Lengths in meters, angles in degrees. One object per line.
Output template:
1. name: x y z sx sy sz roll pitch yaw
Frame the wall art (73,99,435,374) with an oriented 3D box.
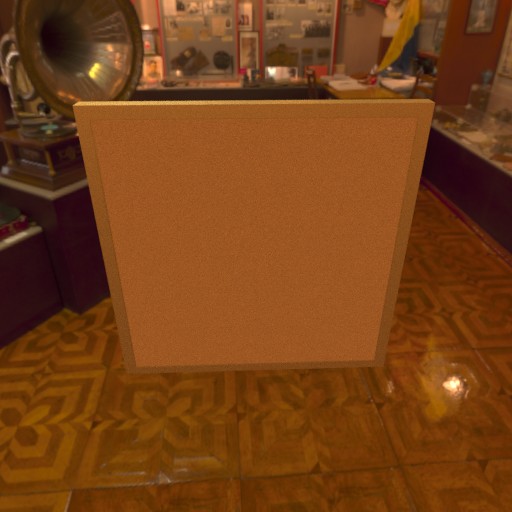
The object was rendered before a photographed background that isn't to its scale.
1. wall art: 0.000 0.000 2.883 1.926 1.926 0.099 -1 30 -2
